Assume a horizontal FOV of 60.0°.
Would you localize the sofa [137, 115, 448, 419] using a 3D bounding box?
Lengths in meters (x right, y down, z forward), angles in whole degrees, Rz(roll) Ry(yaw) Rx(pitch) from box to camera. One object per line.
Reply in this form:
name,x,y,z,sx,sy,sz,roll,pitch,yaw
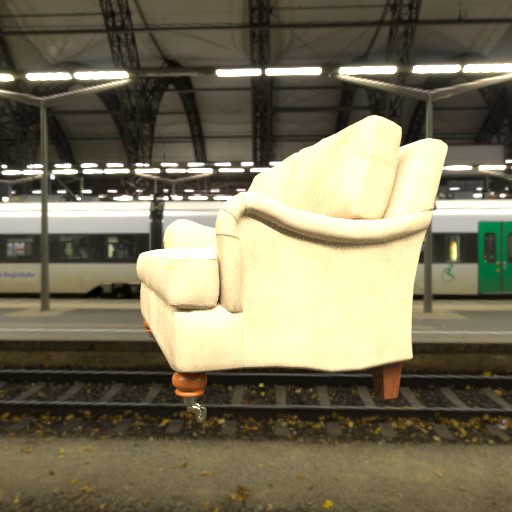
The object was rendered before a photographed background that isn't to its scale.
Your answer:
sofa,0.000,0.000,2.211,1.086,1.087,1.498,0,1,-19
